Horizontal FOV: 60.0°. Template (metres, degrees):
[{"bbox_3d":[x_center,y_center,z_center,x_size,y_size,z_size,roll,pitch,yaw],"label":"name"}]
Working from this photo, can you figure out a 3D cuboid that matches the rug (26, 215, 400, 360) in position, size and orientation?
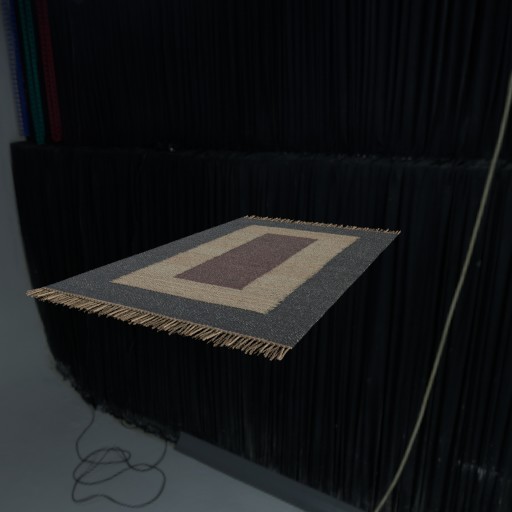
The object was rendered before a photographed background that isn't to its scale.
[{"bbox_3d":[0.000,0.000,2.501,1.224,0.027,2.021,8,18,27],"label":"rug"}]
